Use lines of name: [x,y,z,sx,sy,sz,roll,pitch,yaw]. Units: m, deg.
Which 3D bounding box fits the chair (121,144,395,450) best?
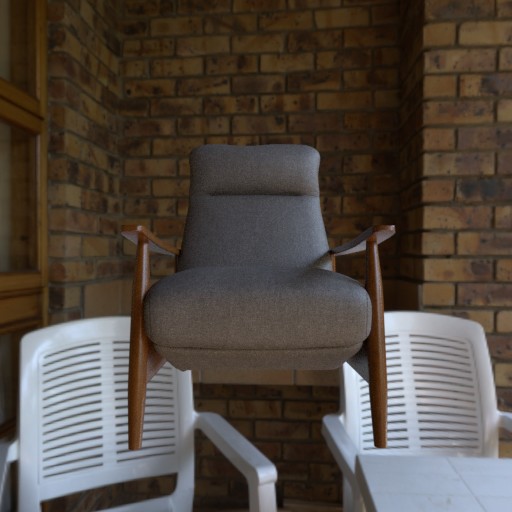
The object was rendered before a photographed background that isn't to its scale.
chair: [0.000,0.000,1.722,0.762,1.081,1.014,0,0,-1]
